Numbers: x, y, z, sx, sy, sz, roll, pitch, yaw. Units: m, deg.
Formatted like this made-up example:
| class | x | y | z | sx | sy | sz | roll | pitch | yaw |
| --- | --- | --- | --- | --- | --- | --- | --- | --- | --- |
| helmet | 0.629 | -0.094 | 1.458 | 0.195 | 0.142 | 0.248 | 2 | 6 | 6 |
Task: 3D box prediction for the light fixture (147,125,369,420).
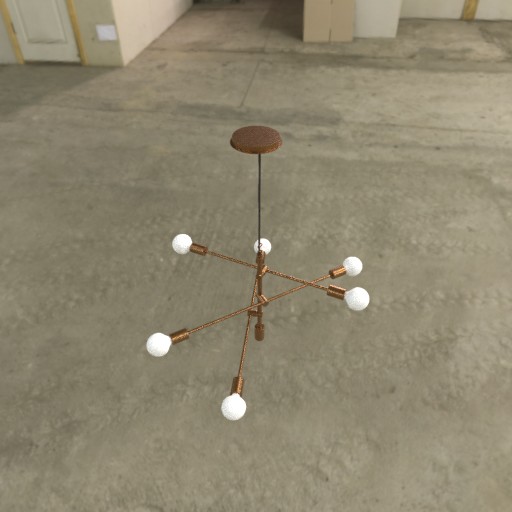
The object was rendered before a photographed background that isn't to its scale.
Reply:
| class | x | y | z | sx | sy | sz | roll | pitch | yaw |
| --- | --- | --- | --- | --- | --- | --- | --- | --- | --- |
| light fixture | 0.000 | 0.000 | 1.271 | 0.637 | 0.744 | 0.682 | 25 | 46 | 26 |
